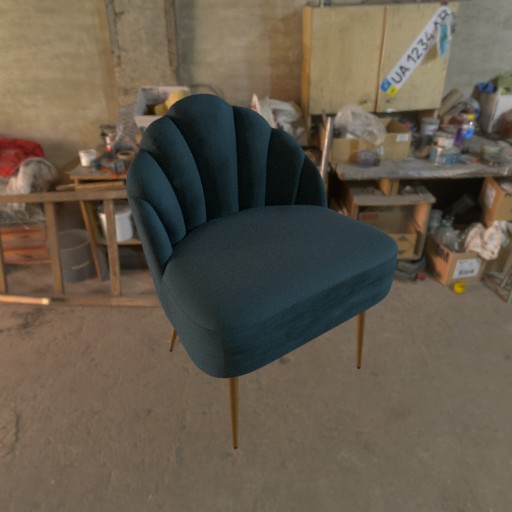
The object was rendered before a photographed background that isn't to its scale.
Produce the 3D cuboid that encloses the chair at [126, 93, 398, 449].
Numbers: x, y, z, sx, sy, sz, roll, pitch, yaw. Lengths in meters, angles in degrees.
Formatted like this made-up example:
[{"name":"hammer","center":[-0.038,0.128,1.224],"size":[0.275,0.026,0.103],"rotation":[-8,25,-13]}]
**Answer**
[{"name":"chair","center":[0.000,0.000,1.296],"size":[0.657,0.819,0.599],"rotation":[-21,36,-31]}]
